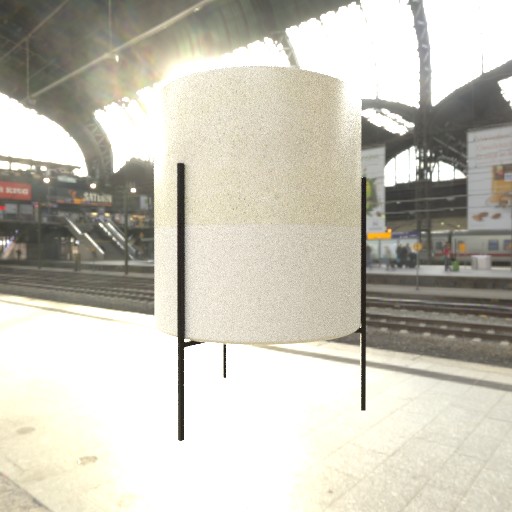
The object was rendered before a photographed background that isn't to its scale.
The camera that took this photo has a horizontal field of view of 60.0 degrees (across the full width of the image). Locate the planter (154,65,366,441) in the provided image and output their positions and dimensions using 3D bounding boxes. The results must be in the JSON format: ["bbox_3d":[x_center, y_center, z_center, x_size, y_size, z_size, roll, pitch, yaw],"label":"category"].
[{"bbox_3d":[0.000,0.000,0.711,0.324,0.483,0.333,1,1,37],"label":"planter"}]
